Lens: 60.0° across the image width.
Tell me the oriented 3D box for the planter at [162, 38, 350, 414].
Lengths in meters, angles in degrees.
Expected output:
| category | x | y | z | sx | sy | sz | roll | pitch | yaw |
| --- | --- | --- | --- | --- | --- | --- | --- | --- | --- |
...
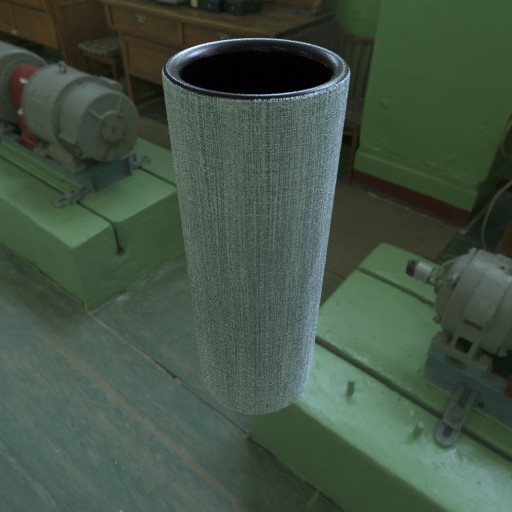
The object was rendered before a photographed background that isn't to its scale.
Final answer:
| category | x | y | z | sx | sy | sz | roll | pitch | yaw |
| --- | --- | --- | --- | --- | --- | --- | --- | --- | --- |
| planter | 0.000 | 0.000 | 0.323 | 0.100 | 0.270 | 0.100 | 26 | 47 | 28 |
